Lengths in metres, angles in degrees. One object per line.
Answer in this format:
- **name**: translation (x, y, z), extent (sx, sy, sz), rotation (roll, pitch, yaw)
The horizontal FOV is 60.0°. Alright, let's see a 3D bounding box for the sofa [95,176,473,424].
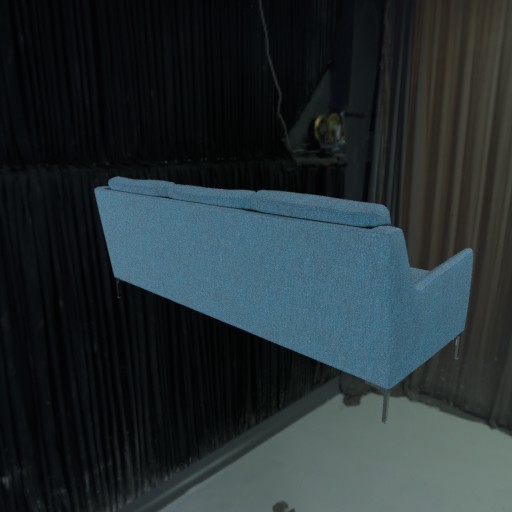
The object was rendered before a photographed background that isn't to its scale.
- **sofa**: translation (0.000, 0.000, 2.484), extent (2.060, 0.837, 0.849), rotation (14, 20, 42)
